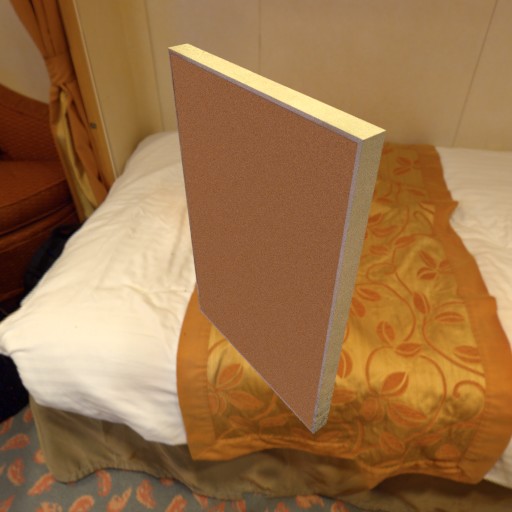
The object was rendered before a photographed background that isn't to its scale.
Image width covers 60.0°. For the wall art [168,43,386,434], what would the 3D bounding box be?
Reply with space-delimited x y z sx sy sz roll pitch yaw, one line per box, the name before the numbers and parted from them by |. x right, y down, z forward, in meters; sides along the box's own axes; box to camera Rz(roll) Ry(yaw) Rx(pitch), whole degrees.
wall art | 0.000 0.000 0.780 0.036 0.607 0.403 -27 47 -28
